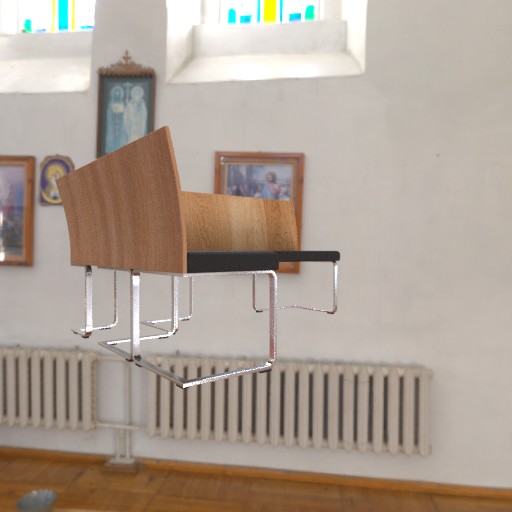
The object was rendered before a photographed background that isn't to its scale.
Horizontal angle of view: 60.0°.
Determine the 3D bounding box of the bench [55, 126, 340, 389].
[{"bbox_3d":[0.000,0.000,2.715,1.945,0.930,1.495,-1,1,-38],"label":"bench"}]
